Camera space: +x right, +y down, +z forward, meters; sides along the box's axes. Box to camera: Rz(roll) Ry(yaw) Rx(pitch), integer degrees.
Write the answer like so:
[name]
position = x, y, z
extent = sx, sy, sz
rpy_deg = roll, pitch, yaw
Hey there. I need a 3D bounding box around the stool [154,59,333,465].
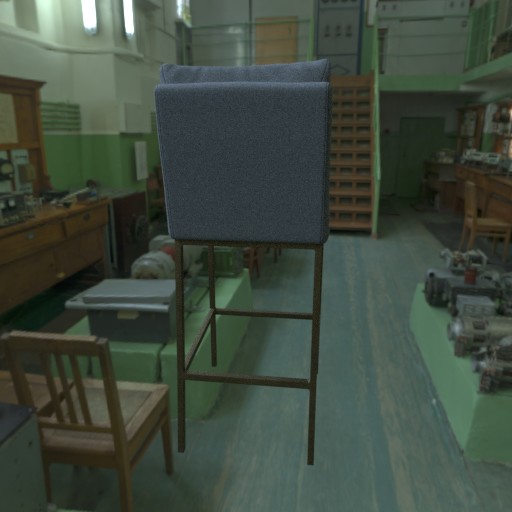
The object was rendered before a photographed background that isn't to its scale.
[stool]
position = 0.000, 0.000, 1.443
extent = 0.463, 1.130, 0.569
rpy_deg = 2, 16, 7
